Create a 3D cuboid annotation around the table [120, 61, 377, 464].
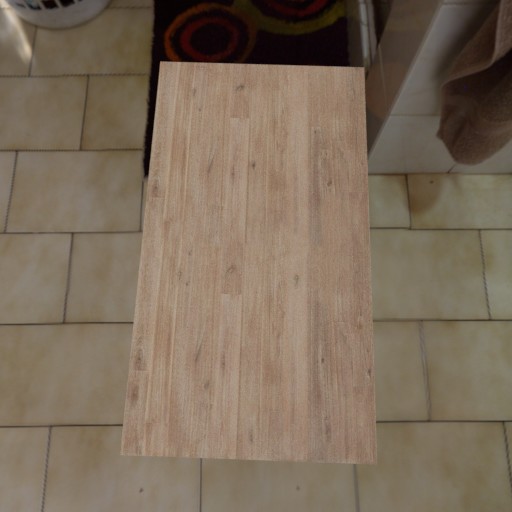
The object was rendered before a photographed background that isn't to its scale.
[{"bbox_3d":[0.000,0.000,2.019,0.918,0.531,1.619,2,75,0],"label":"table"}]
